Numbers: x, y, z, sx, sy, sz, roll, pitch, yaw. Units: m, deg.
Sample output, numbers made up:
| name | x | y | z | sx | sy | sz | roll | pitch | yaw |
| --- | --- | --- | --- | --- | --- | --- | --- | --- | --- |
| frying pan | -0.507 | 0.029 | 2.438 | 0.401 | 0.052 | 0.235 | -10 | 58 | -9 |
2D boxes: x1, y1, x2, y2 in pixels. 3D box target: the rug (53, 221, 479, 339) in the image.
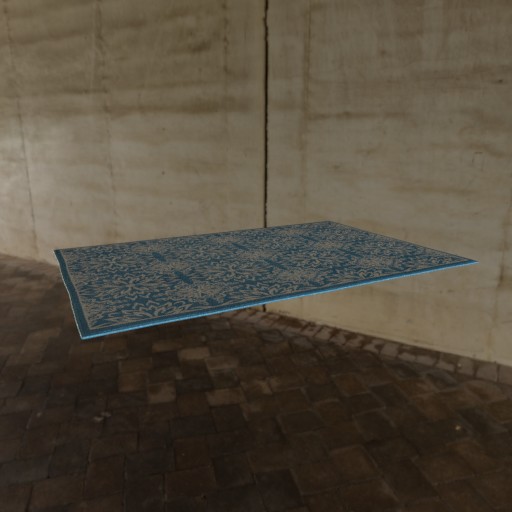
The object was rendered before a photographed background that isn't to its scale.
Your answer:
| name | x | y | z | sx | sy | sz | roll | pitch | yaw |
| --- | --- | --- | --- | --- | --- | --- | --- | --- | --- |
| rug | 0.000 | 0.000 | 2.278 | 1.833 | 0.012 | 1.211 | -8 | 17 | -27 |
